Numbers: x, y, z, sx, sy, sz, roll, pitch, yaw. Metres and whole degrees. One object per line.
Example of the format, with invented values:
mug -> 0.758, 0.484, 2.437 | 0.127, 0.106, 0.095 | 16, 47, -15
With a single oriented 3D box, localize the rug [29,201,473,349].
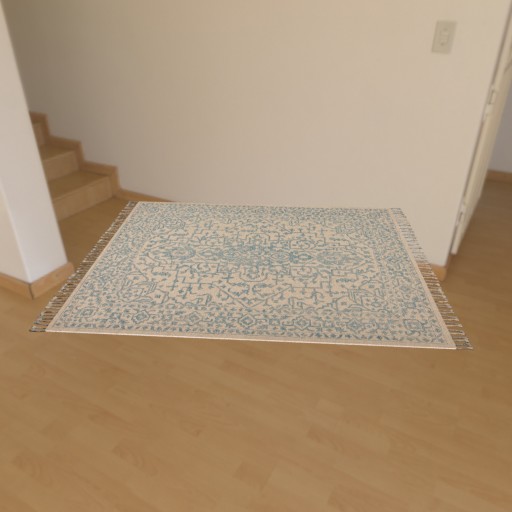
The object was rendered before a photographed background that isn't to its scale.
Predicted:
rug -> 0.000, 0.000, 4.317 | 3.327, 0.010, 2.464 | 2, 31, 3
